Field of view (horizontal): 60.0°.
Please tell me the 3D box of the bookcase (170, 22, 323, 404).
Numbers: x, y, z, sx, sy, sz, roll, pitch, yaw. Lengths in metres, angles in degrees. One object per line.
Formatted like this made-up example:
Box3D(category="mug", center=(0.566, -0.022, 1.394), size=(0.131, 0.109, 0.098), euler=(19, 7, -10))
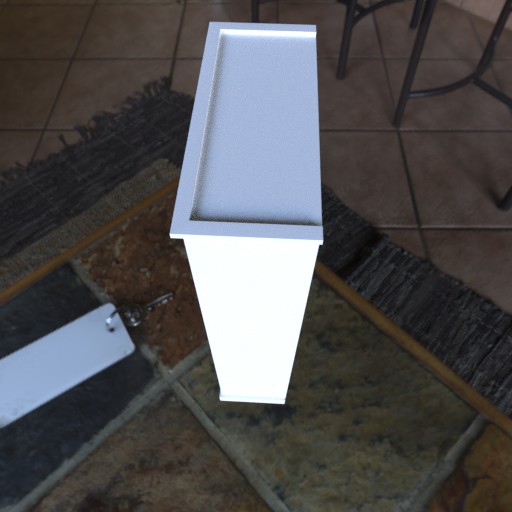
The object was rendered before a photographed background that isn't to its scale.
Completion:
Box3D(category="bookcase", center=(0.000, 0.000, 2.314), size=(0.432, 1.880, 1.050), euler=(3, 58, 2))
